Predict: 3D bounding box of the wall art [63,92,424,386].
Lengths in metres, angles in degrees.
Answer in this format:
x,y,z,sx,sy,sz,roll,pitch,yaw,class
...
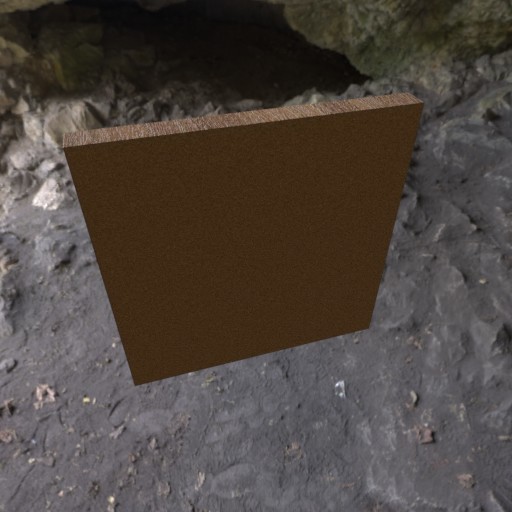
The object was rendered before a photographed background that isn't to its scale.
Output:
x,y,z,sx,sy,sz,roll,pitch,yaw,class
0.000,0.000,0.620,0.406,0.403,0.039,-11,41,-13,wall art
